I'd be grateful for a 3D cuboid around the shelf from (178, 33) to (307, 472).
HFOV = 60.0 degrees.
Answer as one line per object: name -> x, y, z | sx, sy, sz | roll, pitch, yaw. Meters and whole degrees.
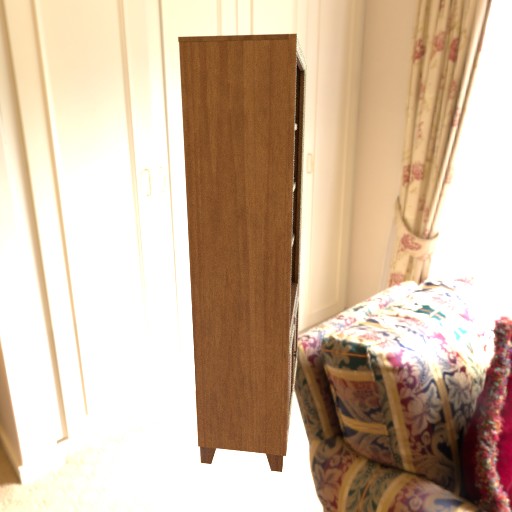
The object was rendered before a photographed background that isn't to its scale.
shelf -> 0.000, 0.000, 2.290 | 0.453, 1.930, 0.864 | 3, 17, 8
